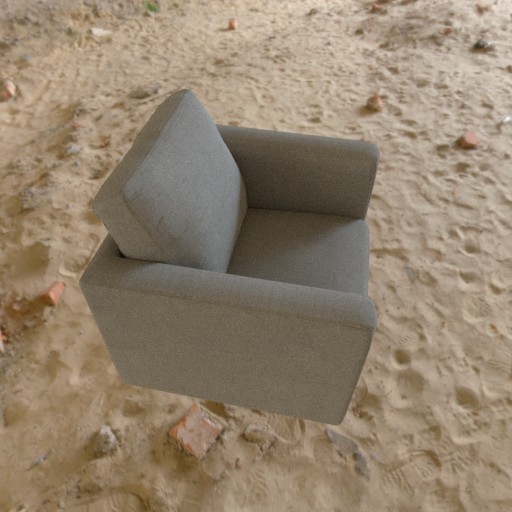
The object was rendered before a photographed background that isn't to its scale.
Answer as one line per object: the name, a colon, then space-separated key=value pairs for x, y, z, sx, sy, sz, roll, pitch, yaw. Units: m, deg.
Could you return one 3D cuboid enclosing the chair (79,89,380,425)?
chair: x=0.000 y=0.000 z=1.551 sx=0.800 sy=0.927 sz=0.855 roll=8 pitch=47 yaw=8
